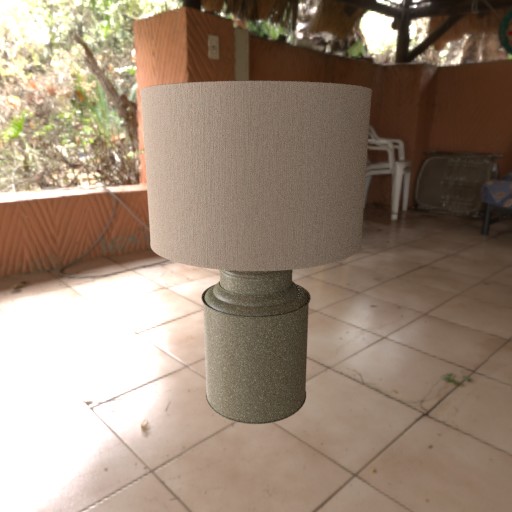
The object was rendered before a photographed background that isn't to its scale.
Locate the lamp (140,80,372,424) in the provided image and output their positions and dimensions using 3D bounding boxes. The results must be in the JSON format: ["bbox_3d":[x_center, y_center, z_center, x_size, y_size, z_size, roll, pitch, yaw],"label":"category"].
[{"bbox_3d":[0.000,0.000,0.692,0.318,0.486,0.318,0,16,0],"label":"lamp"}]
